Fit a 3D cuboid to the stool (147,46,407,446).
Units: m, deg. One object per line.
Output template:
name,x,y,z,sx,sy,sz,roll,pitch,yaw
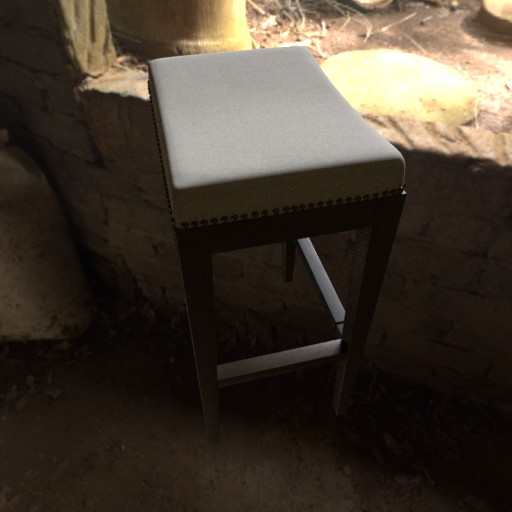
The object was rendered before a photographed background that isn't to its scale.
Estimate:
stool,0.000,0.000,1.021,0.358,0.759,0.498,-10,46,-10
